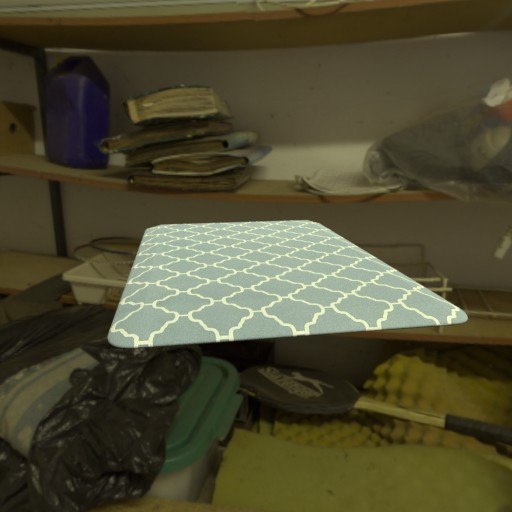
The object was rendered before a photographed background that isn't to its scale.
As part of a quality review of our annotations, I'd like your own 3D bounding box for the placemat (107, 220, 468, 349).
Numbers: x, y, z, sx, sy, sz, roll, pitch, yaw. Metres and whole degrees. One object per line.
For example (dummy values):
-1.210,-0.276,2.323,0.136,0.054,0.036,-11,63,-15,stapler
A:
0.000,0.000,0.942,0.508,0.021,0.762,-2,15,-9,placemat
